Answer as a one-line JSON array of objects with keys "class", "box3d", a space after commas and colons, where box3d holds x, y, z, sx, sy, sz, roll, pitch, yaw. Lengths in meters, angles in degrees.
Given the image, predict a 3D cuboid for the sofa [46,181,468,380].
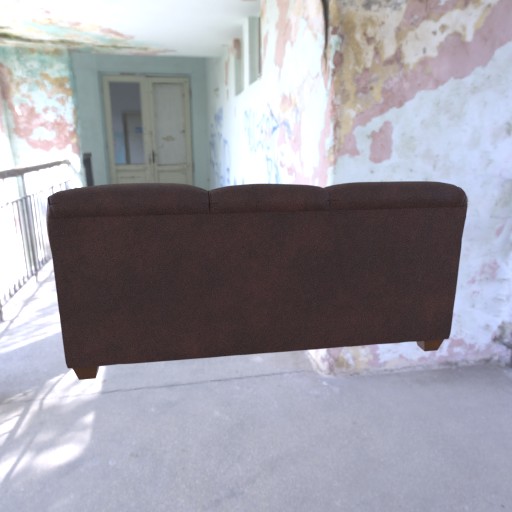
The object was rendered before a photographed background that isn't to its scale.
[{"class": "sofa", "box3d": [0.000, 0.000, 2.621, 2.039, 0.953, 1.008, -2, 15, -9]}]
